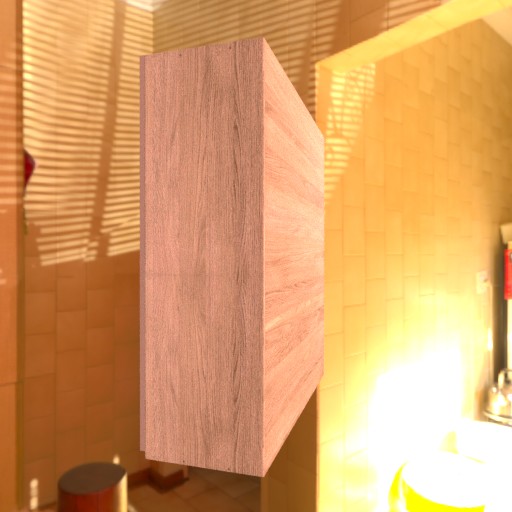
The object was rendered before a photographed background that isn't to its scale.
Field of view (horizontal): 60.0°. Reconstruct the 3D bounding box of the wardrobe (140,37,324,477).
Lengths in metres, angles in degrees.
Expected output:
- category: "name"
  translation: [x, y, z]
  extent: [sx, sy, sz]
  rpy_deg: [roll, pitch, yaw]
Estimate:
- category: "wardrobe"
  translation: [0.000, 0.000, 2.910]
  extent: [0.629, 1.960, 1.780]
  rpy_deg: [0, 0, 17]
